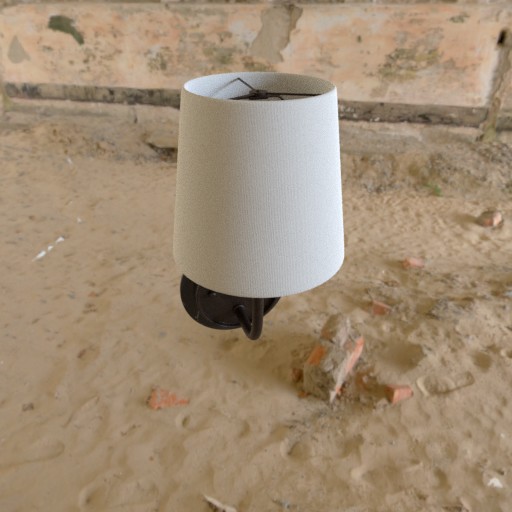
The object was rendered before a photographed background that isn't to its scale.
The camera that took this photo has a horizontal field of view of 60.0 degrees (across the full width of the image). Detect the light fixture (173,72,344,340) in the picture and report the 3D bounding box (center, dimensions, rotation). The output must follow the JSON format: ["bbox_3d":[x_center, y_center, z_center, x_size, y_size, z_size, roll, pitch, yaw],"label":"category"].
[{"bbox_3d":[0.000,0.000,0.456,0.168,0.337,0.188,-9,32,-15],"label":"light fixture"}]
